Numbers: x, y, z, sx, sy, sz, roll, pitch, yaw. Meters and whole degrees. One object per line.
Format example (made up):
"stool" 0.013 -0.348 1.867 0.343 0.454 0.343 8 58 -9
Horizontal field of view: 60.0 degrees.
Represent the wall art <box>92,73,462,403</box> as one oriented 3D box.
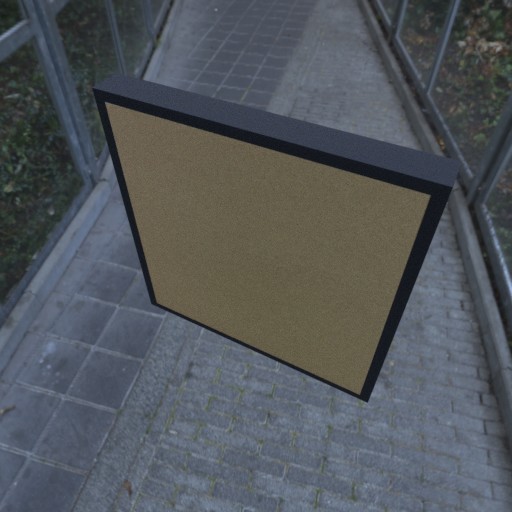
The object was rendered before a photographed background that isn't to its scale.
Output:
"wall art" 0.000 0.000 0.455 0.305 0.304 0.033 21 49 19
